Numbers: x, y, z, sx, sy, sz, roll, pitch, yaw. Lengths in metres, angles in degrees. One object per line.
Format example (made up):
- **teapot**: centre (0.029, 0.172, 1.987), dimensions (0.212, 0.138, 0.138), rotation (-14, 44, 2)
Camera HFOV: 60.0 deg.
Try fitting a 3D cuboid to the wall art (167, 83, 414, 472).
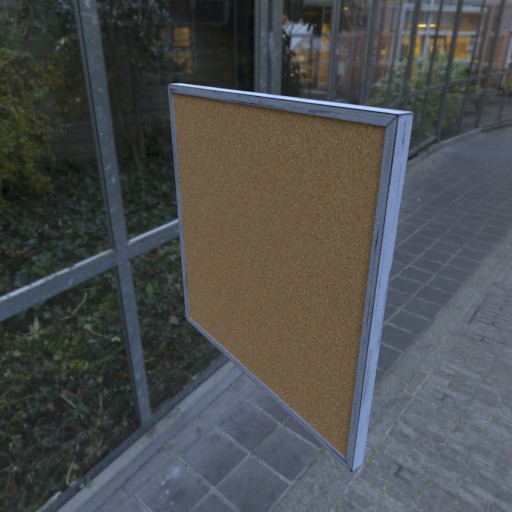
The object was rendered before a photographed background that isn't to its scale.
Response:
- **wall art**: centre (0.000, 0.000, 1.104), dimensions (0.037, 0.761, 0.761), rotation (-17, 30, -33)
